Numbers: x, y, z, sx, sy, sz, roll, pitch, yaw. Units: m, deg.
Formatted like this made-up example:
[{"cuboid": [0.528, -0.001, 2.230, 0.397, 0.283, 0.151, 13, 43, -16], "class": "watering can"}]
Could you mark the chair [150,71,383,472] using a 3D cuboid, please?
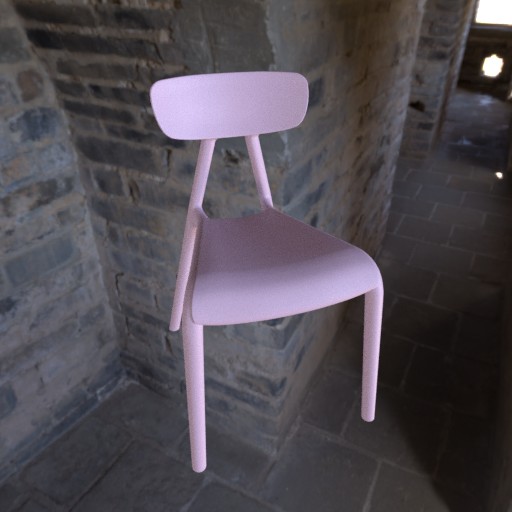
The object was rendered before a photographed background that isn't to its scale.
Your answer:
[{"cuboid": [0.000, 0.000, 0.818, 0.356, 0.580, 0.401, -10, 33, -15], "class": "chair"}]
